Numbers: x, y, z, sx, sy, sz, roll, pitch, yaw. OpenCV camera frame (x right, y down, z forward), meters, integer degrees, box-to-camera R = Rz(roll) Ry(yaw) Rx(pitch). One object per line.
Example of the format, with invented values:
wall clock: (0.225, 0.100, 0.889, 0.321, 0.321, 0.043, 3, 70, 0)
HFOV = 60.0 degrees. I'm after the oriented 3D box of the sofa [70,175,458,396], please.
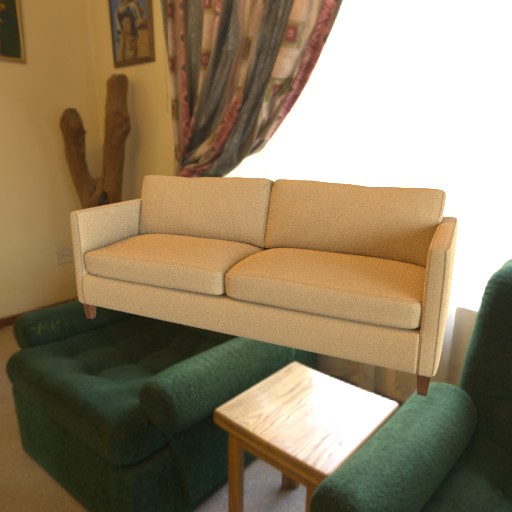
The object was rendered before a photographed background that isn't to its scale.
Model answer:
sofa: (0.000, 0.000, 2.912, 2.361, 0.968, 0.951, 7, 17, 25)
